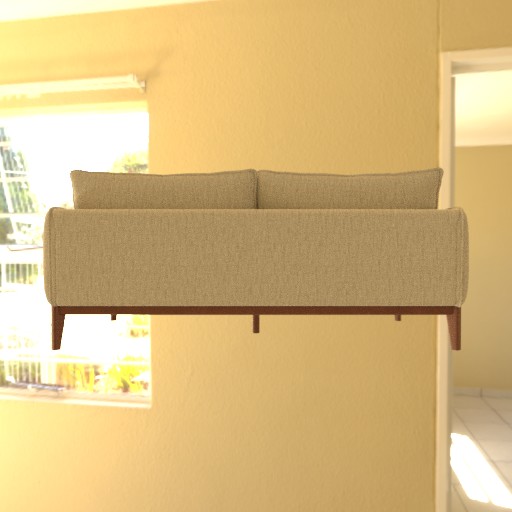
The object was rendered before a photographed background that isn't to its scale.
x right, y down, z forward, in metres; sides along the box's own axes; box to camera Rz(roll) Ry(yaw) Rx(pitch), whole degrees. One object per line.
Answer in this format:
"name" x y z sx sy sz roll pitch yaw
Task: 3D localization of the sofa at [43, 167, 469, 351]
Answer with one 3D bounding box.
"sofa" 0.000 0.000 2.492 1.989 0.860 0.991 0 1 0
